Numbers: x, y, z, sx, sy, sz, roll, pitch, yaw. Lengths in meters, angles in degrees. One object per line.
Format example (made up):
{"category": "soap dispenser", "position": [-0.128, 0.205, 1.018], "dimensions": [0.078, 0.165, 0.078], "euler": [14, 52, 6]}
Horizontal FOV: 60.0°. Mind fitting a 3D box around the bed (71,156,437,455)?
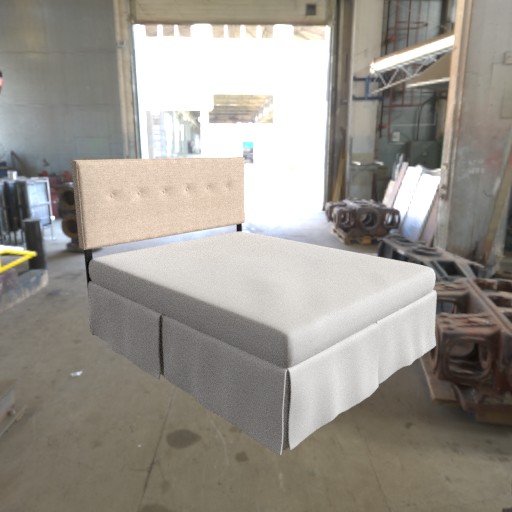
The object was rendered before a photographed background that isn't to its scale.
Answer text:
{"category": "bed", "position": [0.000, 0.000, 3.025], "dimensions": [1.978, 1.270, 1.643], "euler": [13, 19, 43]}
